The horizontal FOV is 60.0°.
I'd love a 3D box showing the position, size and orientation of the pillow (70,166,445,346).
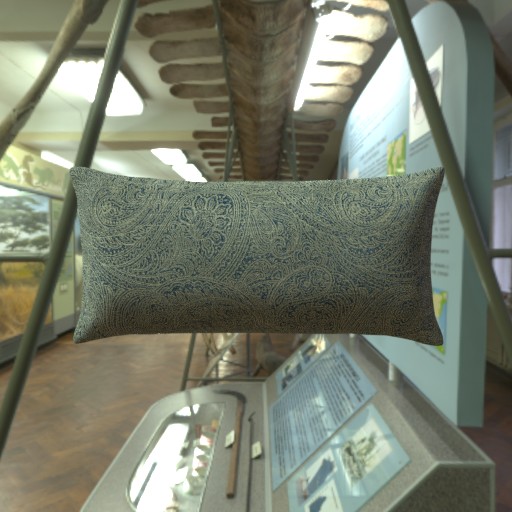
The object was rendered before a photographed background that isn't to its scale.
[{"bbox_3d":[0.000,0.000,0.733,0.615,0.295,0.151,0,1,1],"label":"pillow"}]
